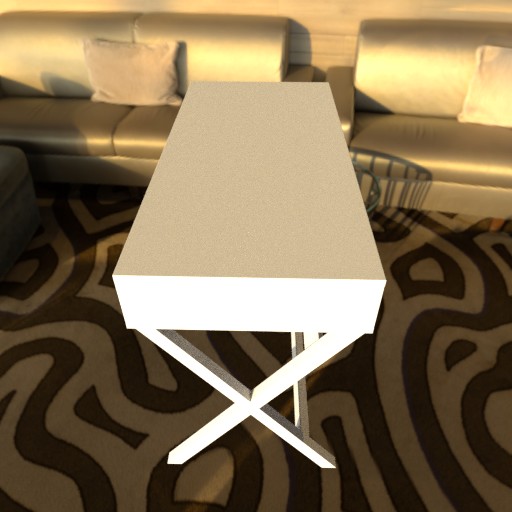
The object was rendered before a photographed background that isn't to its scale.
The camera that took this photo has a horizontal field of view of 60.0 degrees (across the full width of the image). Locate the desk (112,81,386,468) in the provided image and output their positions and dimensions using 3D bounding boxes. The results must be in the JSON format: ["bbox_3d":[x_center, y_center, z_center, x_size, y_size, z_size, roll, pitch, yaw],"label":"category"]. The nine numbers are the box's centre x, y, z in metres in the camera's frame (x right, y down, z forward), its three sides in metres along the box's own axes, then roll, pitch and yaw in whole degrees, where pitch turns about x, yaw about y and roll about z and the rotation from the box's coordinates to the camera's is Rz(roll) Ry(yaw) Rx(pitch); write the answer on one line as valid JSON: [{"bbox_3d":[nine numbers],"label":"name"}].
[{"bbox_3d":[0.000,0.000,1.470,0.509,0.780,1.059,1,40,1],"label":"desk"}]
